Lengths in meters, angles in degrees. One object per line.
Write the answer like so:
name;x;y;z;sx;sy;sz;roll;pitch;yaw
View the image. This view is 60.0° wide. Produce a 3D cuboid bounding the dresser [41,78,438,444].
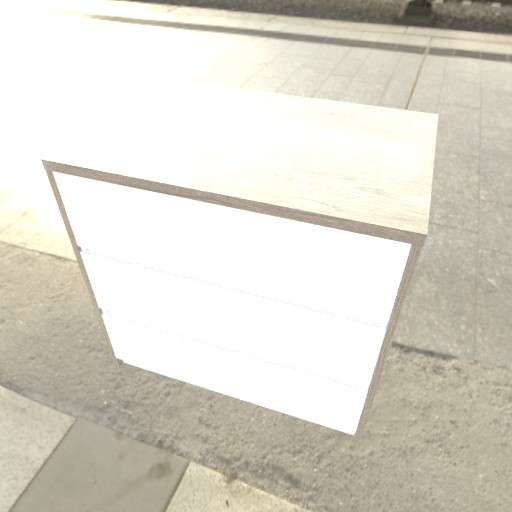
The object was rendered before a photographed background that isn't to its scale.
dresser;0.000;0.000;1.302;0.809;0.762;0.529;13;43;14
